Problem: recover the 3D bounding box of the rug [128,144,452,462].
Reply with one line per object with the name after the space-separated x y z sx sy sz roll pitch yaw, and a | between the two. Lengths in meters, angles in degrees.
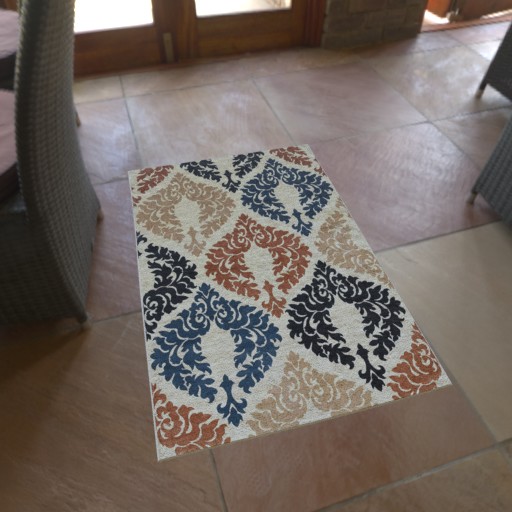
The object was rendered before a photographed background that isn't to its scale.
0.000 0.000 2.894 1.514 0.014 2.275 -11 48 -10 | rug
